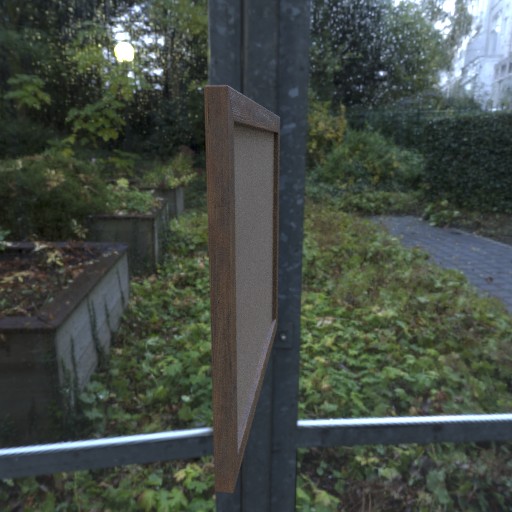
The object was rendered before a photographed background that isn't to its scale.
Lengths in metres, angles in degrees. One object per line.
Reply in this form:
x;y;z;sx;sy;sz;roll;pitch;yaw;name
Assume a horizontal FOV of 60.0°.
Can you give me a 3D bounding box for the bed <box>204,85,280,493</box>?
0.000;0.000;1.476;0.046;0.942;1.046;2;14;8;bed
